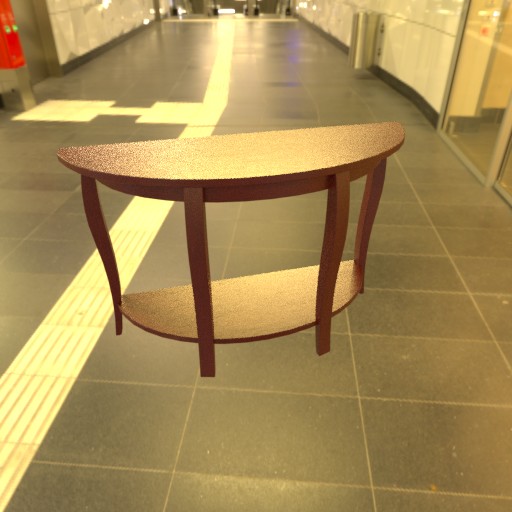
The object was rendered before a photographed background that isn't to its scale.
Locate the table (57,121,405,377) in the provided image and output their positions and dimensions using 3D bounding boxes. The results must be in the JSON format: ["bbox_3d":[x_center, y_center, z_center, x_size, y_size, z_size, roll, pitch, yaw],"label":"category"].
[{"bbox_3d":[0.000,0.000,1.613,1.219,0.779,0.405,-8,33,-13],"label":"table"}]
